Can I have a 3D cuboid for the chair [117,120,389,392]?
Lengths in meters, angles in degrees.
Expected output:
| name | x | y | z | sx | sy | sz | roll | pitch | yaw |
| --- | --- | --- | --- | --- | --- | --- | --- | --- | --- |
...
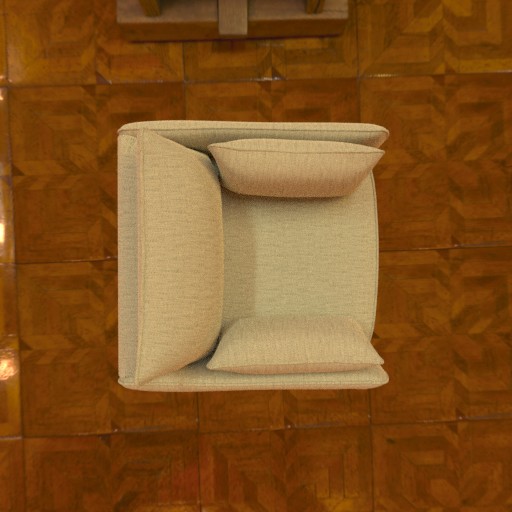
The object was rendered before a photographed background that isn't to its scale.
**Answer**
| name | x | y | z | sx | sy | sz | roll | pitch | yaw |
| --- | --- | --- | --- | --- | --- | --- | --- | --- | --- |
| chair | 0.000 | 0.000 | 1.766 | 0.991 | 0.855 | 0.994 | 0 | 91 | -1 |
